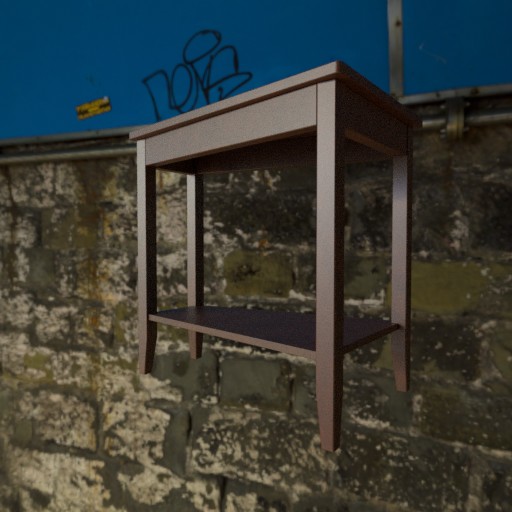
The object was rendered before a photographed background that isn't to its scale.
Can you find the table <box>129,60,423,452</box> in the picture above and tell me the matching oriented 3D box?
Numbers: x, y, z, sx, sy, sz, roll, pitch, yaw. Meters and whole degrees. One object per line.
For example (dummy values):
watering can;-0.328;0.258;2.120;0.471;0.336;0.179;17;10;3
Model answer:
table;0.000;0.000;0.988;0.605;0.589;0.399;2;2;37
